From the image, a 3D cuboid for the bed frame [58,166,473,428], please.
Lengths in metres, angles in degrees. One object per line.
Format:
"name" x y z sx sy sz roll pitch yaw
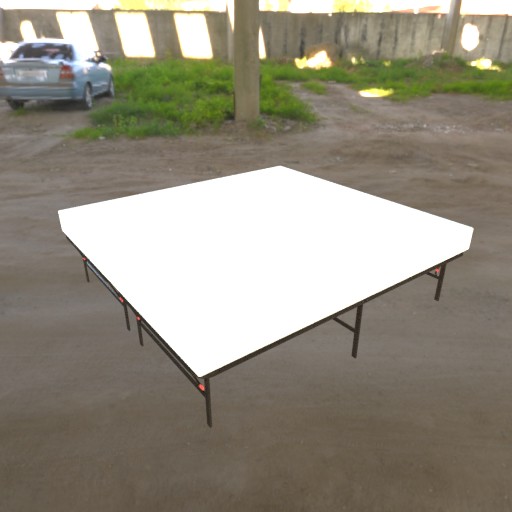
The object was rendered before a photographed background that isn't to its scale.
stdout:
"bed frame" 0.000 0.000 3.095 2.032 0.559 1.930 -18 32 -33
